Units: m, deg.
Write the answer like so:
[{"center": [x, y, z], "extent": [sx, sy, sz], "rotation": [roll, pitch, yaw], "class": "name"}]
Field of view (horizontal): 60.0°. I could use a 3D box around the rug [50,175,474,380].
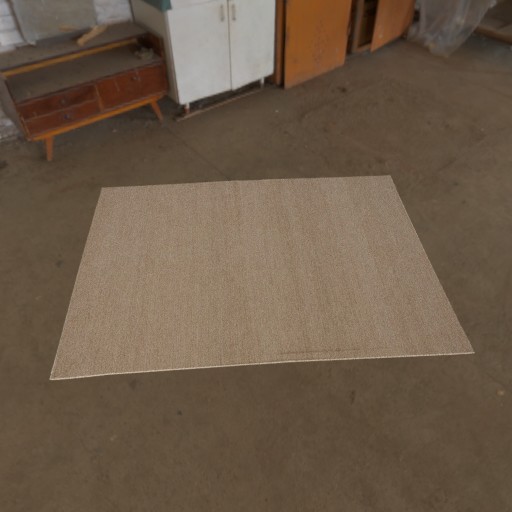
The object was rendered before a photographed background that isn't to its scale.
[{"center": [0.000, 0.000, 3.665], "extent": [2.869, 0.038, 2.032], "rotation": [-3, 47, -3], "class": "rug"}]
